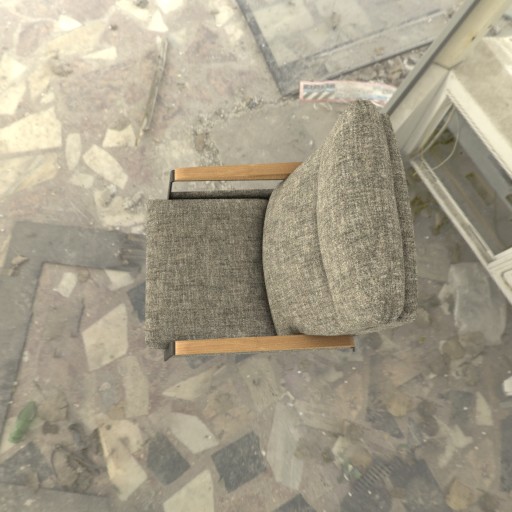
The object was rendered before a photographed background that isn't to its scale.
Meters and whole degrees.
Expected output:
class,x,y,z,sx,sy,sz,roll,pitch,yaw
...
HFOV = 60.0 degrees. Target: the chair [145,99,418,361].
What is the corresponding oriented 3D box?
class,x,y,z,sx,sy,sz,roll,pitch,yaw
chair,0.000,0.000,1.595,0.868,1.042,0.671,-3,75,-1
